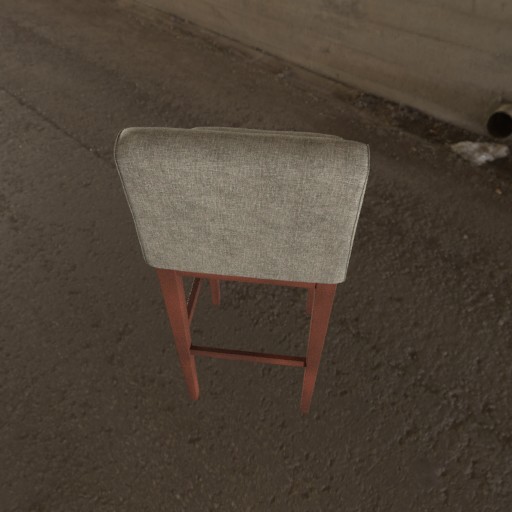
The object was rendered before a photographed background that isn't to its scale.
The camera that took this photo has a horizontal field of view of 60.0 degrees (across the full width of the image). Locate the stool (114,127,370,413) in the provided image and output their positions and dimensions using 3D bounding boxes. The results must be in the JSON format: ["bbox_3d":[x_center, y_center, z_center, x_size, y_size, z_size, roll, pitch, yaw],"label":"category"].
[{"bbox_3d":[0.000,0.000,1.210,0.426,0.965,0.499,5,46,5],"label":"stool"}]
